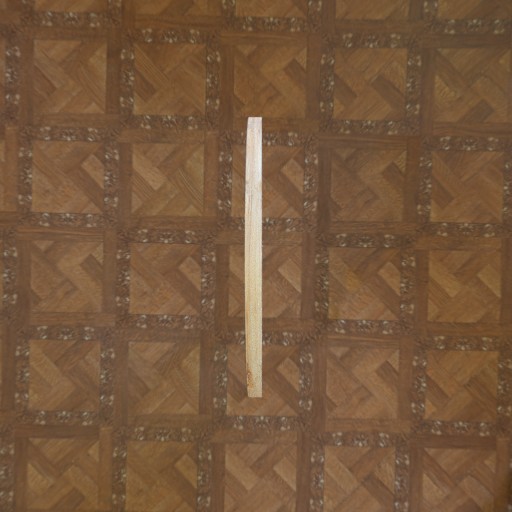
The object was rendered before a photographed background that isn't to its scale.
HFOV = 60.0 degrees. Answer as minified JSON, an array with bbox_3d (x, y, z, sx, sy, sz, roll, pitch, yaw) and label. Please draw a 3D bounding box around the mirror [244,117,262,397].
[{"bbox_3d":[0.000,0.000,1.219,0.032,0.920,0.660,0,91,1],"label":"mirror"}]
